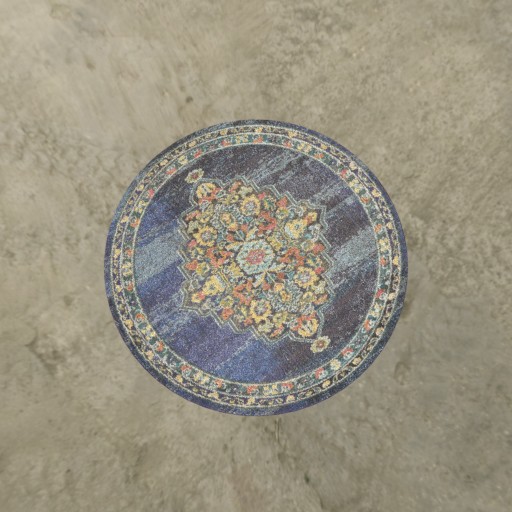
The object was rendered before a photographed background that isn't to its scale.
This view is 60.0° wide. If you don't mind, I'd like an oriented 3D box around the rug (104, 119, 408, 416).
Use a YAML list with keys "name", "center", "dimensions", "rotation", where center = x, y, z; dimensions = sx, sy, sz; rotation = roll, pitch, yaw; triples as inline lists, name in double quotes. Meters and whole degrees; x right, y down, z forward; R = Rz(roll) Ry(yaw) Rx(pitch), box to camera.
- name: "rug"
  center: [0.000, 0.000, 3.488]
  dimensions: [2.386, 0.014, 2.386]
  rotation: [0, 77, 0]
